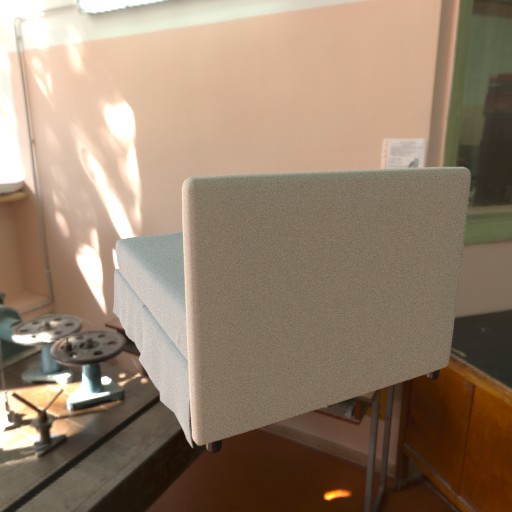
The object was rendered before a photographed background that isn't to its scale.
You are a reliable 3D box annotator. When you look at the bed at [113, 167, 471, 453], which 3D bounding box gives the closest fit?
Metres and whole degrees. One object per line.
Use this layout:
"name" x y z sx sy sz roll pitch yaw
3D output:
"bed" 0.000 0.000 3.193 1.748 1.330 2.142 -7 16 -26
